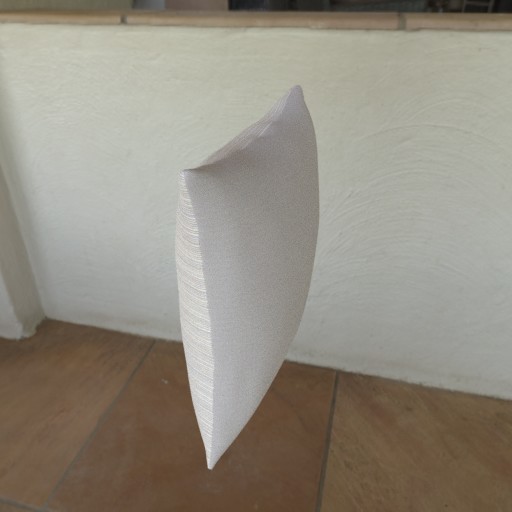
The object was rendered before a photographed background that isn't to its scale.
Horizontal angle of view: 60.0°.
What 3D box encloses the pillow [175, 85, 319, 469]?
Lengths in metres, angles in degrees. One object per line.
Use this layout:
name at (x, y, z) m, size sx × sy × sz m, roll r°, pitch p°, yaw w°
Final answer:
pillow at (0.000, 0.000, 0.786) m, size 0.204 × 0.497 × 0.512 m, roll 9°, pitch 32°, yaw 15°
